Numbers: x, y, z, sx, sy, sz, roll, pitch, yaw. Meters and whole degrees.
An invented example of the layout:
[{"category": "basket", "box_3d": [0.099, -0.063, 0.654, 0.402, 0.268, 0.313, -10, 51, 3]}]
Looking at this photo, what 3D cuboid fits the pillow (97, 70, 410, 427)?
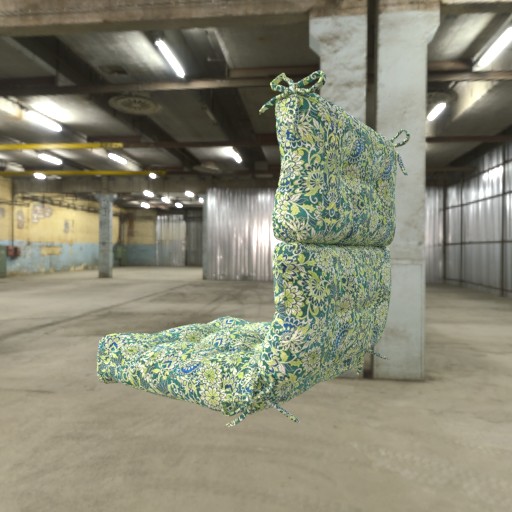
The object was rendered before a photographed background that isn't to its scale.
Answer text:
[{"category": "pillow", "box_3d": [0.000, 0.000, 1.016, 0.571, 0.605, 0.519, 0, 0, 35]}]
